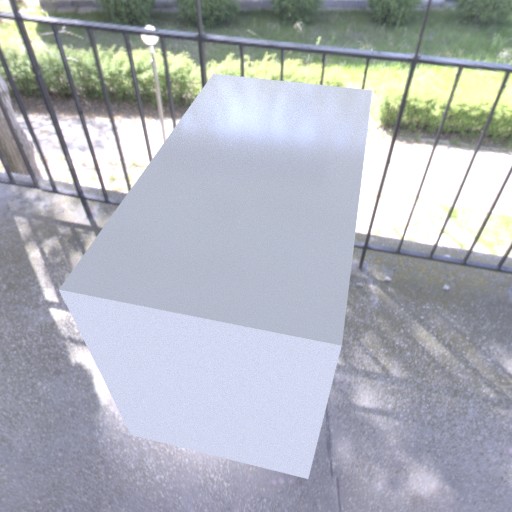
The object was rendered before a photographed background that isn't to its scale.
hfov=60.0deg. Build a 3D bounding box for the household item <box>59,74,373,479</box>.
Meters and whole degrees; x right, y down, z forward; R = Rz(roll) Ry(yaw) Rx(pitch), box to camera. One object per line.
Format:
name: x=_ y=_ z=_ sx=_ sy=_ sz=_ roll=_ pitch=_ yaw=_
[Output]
household item: x=0.000 y=0.000 z=1.531 sx=0.597 sy=0.749 sz=1.100 roll=10 pitch=46 yaw=9
